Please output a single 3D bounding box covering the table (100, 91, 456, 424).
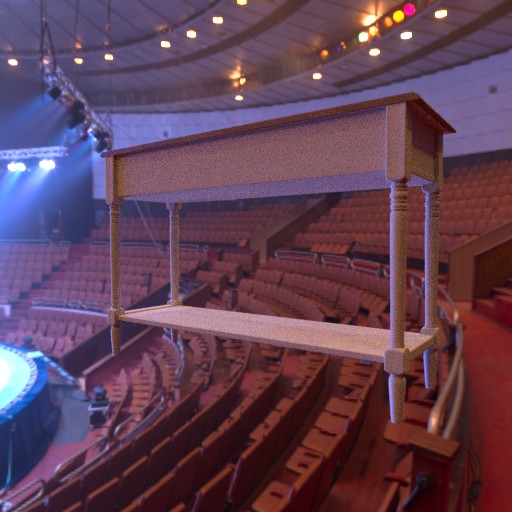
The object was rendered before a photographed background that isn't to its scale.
[{"bbox_3d":[0.000,0.000,1.557,1.219,0.800,0.399,1,2,36],"label":"table"}]
